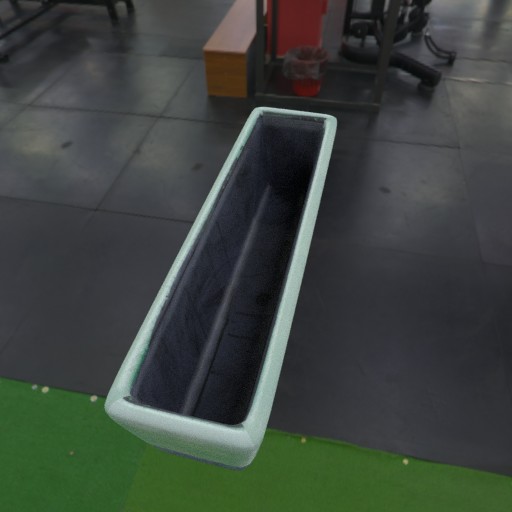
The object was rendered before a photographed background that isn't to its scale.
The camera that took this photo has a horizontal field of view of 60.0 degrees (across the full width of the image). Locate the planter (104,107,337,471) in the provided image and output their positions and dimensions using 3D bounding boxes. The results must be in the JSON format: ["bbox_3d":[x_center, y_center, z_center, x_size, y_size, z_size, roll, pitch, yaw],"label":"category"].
[{"bbox_3d":[0.000,0.000,0.299,0.072,0.072,0.275,10,47,10],"label":"planter"}]
